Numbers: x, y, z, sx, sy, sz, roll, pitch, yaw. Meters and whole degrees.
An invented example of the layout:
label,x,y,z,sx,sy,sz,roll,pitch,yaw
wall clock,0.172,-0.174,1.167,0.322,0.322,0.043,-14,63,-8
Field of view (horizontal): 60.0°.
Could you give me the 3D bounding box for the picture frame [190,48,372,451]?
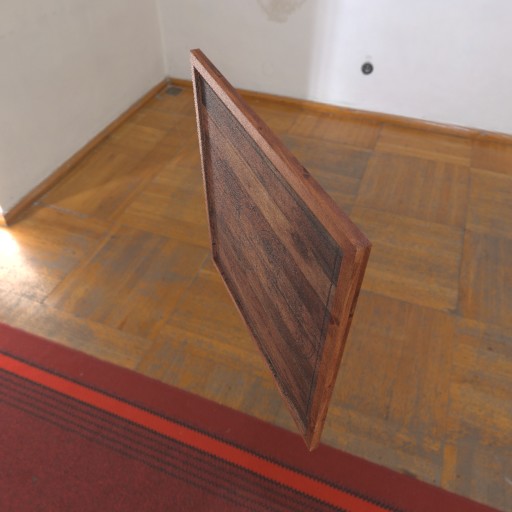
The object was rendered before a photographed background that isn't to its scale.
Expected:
label,x,y,z,sx,sy,sz,roll,pitch,yaw
picture frame,0.000,0.000,1.217,0.029,0.817,0.810,-18,49,-16
